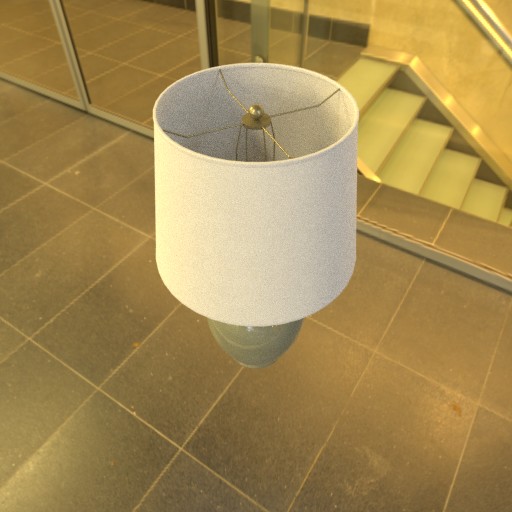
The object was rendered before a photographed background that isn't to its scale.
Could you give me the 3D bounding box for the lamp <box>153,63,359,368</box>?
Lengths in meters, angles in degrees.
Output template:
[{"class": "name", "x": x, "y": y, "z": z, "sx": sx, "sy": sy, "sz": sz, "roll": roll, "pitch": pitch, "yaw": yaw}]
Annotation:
[{"class": "lamp", "x": 0.000, "y": 0.000, "z": 0.551, "sx": 0.239, "sy": 0.399, "sz": 0.239, "roll": 0, "pitch": 46, "yaw": 0}]
